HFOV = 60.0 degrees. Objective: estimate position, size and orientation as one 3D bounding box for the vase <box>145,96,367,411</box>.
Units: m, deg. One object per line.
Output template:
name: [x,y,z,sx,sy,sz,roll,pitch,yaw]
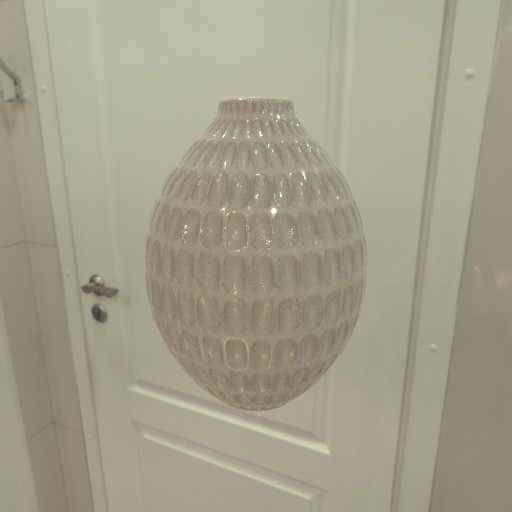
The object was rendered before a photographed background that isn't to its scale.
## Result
vase: [0.000,0.000,0.331,0.162,0.223,0.162,0,17,0]
